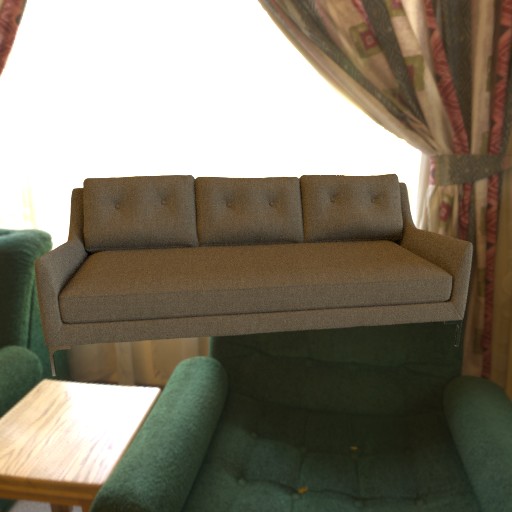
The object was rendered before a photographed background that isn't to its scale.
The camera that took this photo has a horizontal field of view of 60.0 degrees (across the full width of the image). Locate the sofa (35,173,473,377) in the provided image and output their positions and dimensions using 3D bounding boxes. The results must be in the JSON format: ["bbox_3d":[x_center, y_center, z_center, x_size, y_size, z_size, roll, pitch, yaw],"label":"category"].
[{"bbox_3d":[0.000,0.000,2.440,2.060,0.837,0.849,-2,16,-8],"label":"sofa"}]
